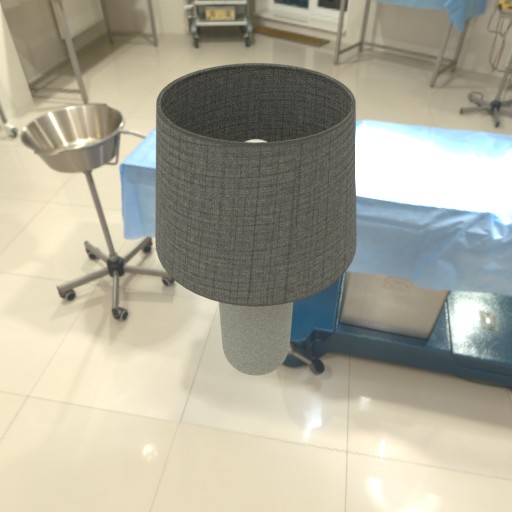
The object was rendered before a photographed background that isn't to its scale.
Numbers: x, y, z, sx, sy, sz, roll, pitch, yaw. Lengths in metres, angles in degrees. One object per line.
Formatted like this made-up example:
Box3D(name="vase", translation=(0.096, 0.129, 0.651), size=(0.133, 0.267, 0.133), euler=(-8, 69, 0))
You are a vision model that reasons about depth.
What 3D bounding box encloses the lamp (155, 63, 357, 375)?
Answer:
Box3D(name="lamp", translation=(0.000, 0.000, 0.588), size=(0.251, 0.429, 0.251), euler=(0, 42, 0))
